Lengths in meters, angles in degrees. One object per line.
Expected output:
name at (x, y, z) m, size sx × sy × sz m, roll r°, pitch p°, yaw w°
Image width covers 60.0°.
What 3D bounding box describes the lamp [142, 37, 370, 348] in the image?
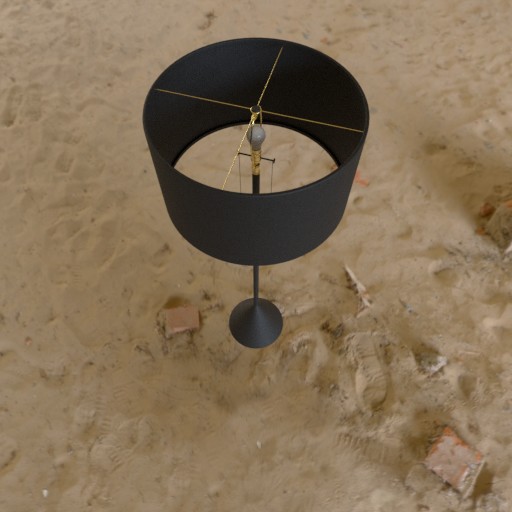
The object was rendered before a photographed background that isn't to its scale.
lamp at (0.000, 0.000, 1.796) m, size 0.580 × 1.526 × 0.580 m, roll 14°, pitch 61°, yaw 8°
